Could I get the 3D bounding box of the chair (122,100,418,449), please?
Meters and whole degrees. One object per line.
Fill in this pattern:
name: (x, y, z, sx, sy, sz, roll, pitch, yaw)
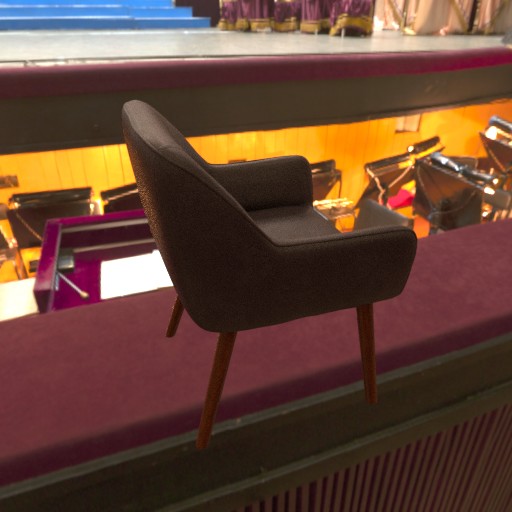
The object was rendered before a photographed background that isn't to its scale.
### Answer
chair: (0.000, 0.000, 1.256, 0.610, 0.828, 0.610, -10, 31, -17)
